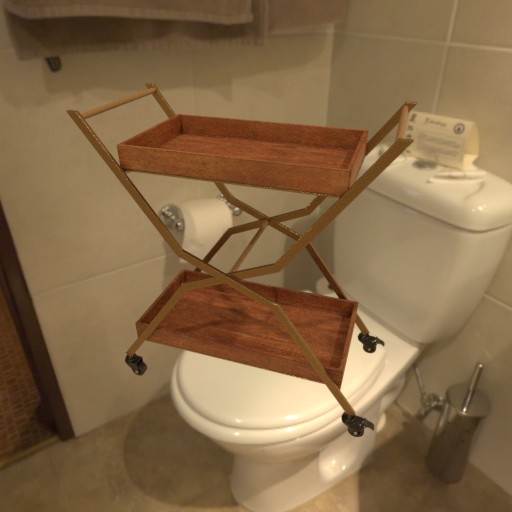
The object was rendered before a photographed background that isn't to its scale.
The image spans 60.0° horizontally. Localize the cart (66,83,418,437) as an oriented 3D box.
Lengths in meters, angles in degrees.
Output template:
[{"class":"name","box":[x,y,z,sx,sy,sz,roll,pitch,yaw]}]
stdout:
[{"class":"cart","box":[0.000,0.000,1.327,0.836,0.869,0.405,10,33,16]}]
